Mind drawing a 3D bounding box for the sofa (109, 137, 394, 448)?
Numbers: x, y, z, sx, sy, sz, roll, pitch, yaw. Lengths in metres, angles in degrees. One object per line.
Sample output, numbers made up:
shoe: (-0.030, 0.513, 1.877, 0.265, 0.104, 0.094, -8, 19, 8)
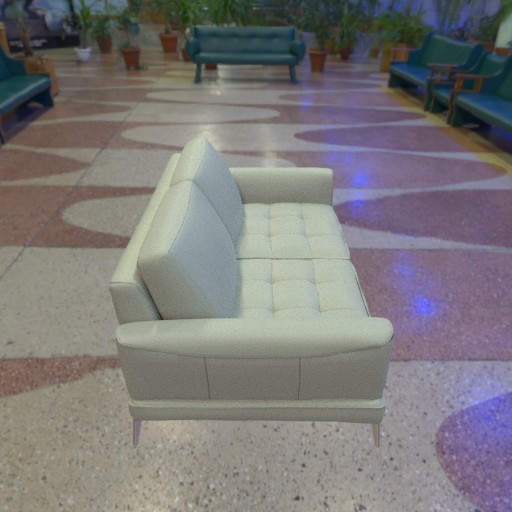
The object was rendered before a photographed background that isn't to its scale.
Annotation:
sofa: (0.000, 0.000, 2.481, 1.121, 0.930, 1.819, 0, 32, 0)
